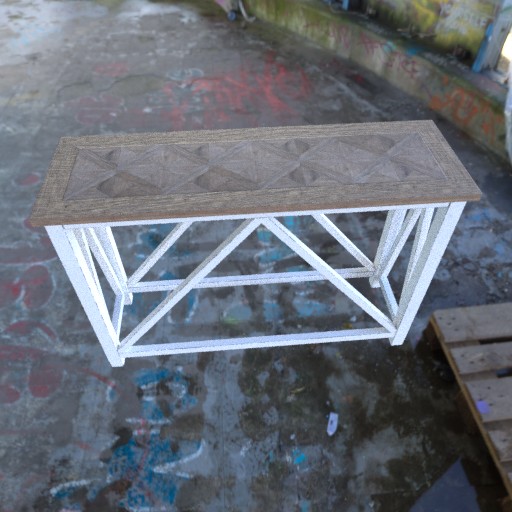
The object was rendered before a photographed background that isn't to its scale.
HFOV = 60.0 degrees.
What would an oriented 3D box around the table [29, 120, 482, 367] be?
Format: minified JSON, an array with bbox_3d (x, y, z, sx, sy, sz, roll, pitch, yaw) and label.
[{"bbox_3d":[0.000,0.000,1.854,1.400,0.930,0.450,-4,47,-3],"label":"table"}]
